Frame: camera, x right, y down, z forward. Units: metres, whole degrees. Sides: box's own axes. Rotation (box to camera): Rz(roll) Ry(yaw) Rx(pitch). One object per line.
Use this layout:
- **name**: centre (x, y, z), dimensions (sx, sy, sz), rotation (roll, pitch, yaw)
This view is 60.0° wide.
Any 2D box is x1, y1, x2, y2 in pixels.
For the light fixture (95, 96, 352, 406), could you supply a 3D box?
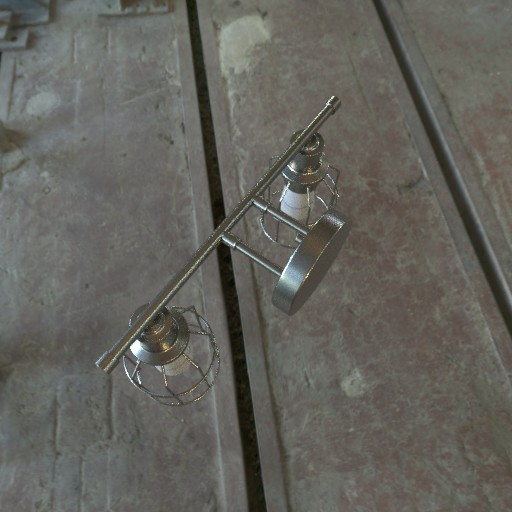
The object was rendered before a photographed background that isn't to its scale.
- **light fixture**: centre (0.000, 0.000, 0.532), dimensions (0.165, 0.254, 0.406), rotation (33, 68, 15)
